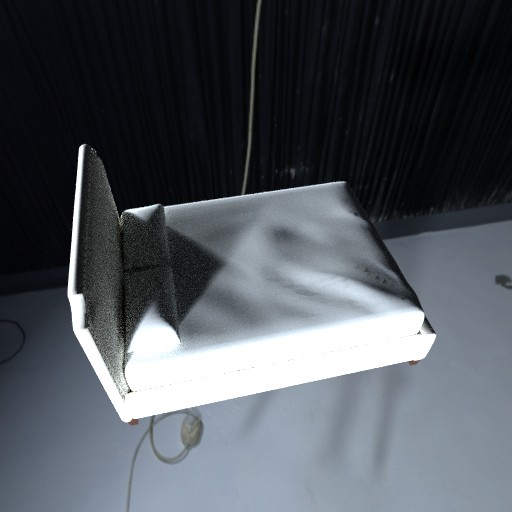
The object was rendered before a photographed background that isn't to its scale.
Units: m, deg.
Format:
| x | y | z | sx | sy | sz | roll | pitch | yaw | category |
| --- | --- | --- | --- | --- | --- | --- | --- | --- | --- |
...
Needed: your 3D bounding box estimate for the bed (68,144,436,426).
| x | y | z | sx | sy | sz | roll | pitch | yaw | category |
| --- | --- | --- | --- | --- | --- | --- | --- | --- | --- |
| 0.000 | 0.000 | 3.446 | 2.365 | 1.443 | 1.712 | -9 | 48 | -9 | bed |
